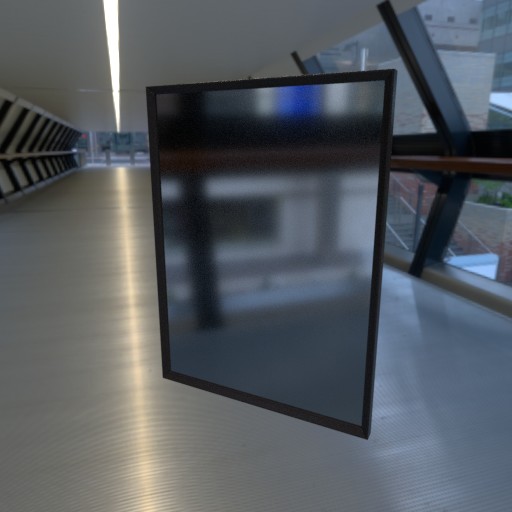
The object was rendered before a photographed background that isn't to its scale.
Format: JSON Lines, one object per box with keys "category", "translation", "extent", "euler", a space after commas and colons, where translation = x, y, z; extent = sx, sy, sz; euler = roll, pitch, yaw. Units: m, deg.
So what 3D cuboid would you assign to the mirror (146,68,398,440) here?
{"category": "mirror", "translation": [0.000, 0.000, 1.363], "extent": [0.762, 1.016, 0.041], "euler": [7, 16, 27]}
